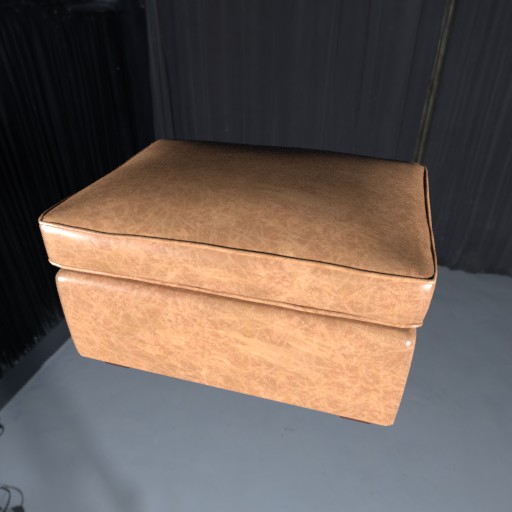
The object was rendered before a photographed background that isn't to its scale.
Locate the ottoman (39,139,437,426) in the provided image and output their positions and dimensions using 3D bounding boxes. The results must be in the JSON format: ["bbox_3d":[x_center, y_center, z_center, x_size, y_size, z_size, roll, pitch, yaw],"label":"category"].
[{"bbox_3d":[0.000,0.000,1.083,0.756,0.468,0.554,9,33,14],"label":"ottoman"}]
